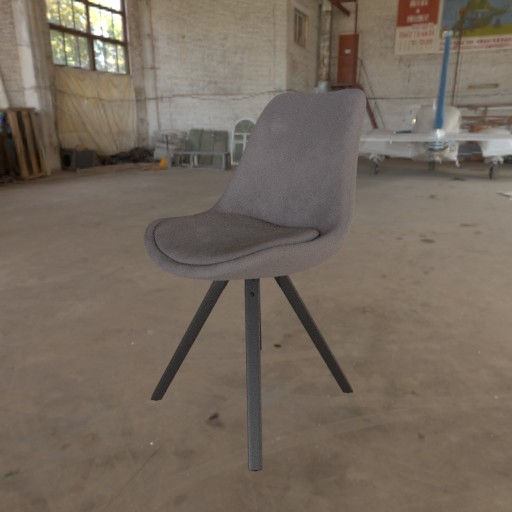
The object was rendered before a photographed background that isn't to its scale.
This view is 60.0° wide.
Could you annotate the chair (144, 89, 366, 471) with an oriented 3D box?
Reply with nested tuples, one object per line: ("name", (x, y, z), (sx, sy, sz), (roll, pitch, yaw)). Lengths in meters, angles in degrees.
("chair", (0.000, 0.000, 1.180), (0.476, 0.850, 0.550), (15, 22, 41))
